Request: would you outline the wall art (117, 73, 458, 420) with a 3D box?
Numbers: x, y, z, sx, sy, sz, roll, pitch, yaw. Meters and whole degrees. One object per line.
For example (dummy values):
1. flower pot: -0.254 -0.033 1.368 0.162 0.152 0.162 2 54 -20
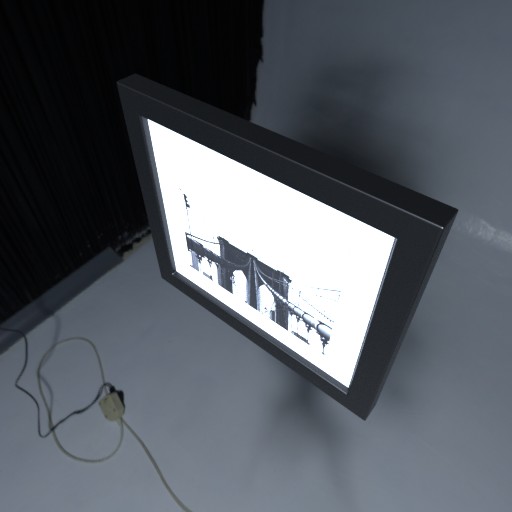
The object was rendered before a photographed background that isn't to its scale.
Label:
1. wall art: 0.000 0.000 0.535 0.380 0.330 0.028 31 53 26
